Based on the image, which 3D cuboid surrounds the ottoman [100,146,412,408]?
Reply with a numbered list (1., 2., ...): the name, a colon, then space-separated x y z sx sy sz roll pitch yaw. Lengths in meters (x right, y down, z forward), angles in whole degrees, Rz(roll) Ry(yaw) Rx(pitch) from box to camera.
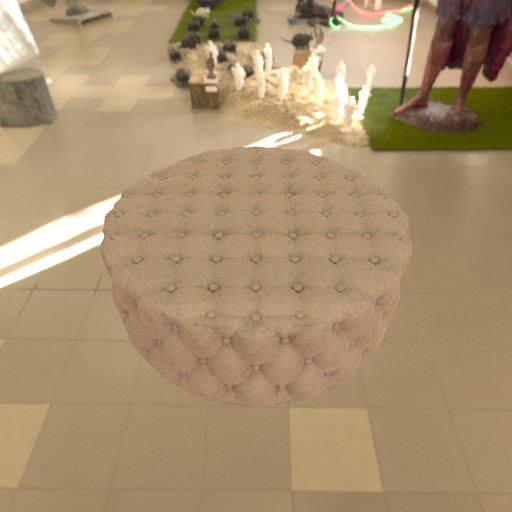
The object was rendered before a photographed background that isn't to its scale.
1. ottoman: 0.000 0.000 1.556 0.998 0.399 0.998 0 41 0
